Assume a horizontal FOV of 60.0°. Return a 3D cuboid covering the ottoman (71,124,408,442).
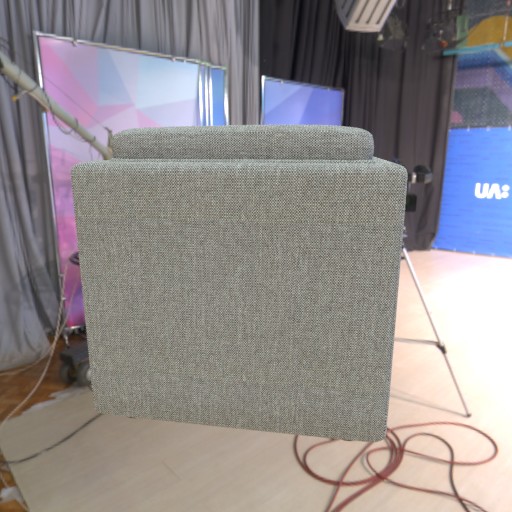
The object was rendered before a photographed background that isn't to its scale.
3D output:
[{"bbox_3d":[0.000,0.000,0.819,0.450,0.460,0.450,2,14,9],"label":"ottoman"}]
